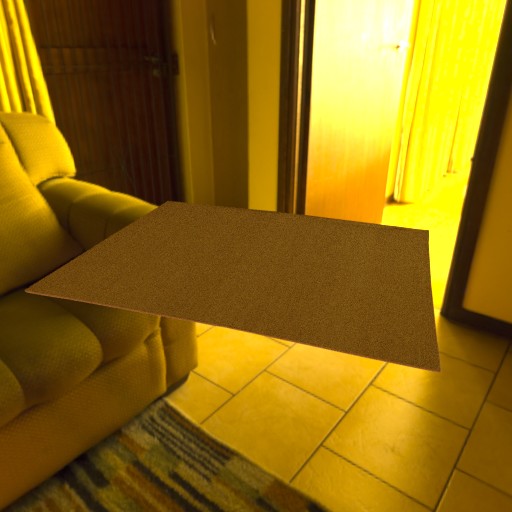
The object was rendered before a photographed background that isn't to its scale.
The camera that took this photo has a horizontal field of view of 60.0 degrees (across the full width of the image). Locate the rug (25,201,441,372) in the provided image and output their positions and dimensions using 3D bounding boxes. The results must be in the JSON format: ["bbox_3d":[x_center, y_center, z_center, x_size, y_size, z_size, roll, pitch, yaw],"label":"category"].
[{"bbox_3d":[0.000,0.000,4.216,3.202,0.045,2.434,8,27,16],"label":"rug"}]
